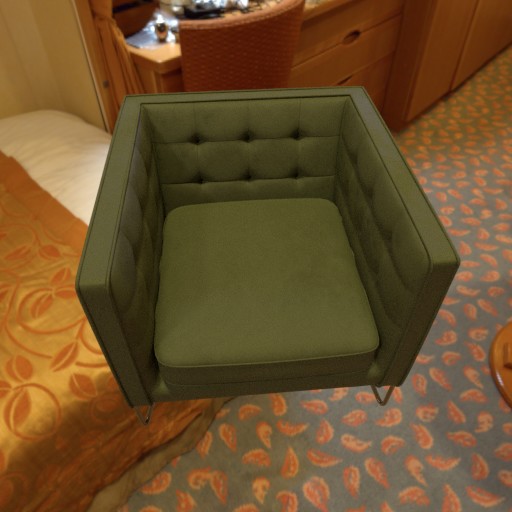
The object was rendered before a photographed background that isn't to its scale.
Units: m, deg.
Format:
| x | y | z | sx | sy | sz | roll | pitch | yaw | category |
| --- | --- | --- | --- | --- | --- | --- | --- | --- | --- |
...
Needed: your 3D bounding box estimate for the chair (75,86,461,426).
| x | y | z | sx | sy | sz | roll | pitch | yaw | category |
| --- | --- | --- | --- | --- | --- | --- | --- | --- | --- |
| 0.000 | 0.000 | 1.528 | 0.880 | 0.790 | 0.894 | -4 | 46 | -3 | chair |
